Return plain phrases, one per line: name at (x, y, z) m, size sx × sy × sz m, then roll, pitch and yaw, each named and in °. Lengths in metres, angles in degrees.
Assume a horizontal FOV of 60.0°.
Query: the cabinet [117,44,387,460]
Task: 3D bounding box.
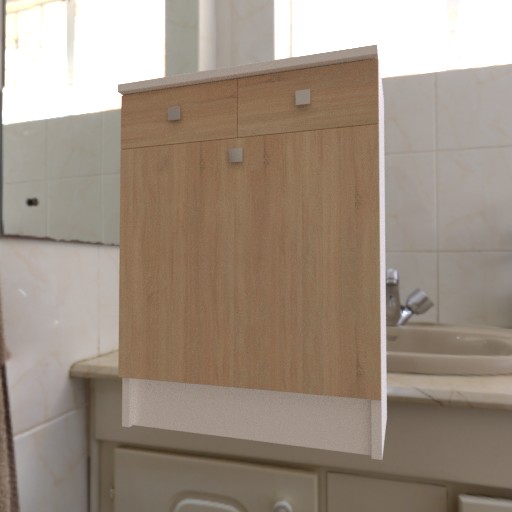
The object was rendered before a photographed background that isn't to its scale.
cabinet at (0.000, 0.000, 1.087) m, size 0.600 × 0.815 × 0.296 m, roll -1°, pitch -2°, yaw 18°
